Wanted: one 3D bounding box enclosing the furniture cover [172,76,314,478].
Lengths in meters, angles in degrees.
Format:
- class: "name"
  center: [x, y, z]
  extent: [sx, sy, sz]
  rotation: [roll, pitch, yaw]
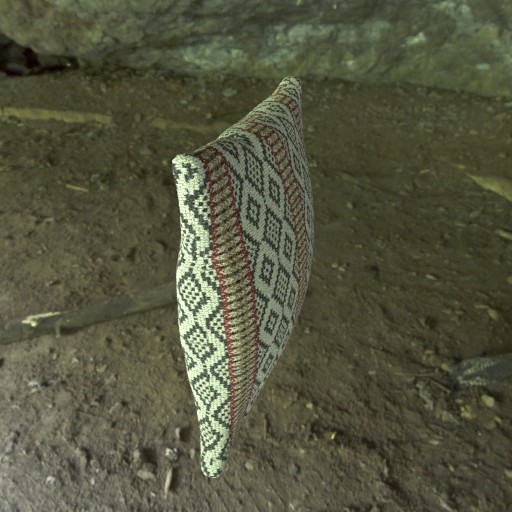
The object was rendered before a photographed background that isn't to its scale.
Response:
- class: "furniture cover"
  center: [0.000, 0.000, 0.756]
  extent: [0.182, 0.506, 0.503]
  rotation: [8, 31, 14]
